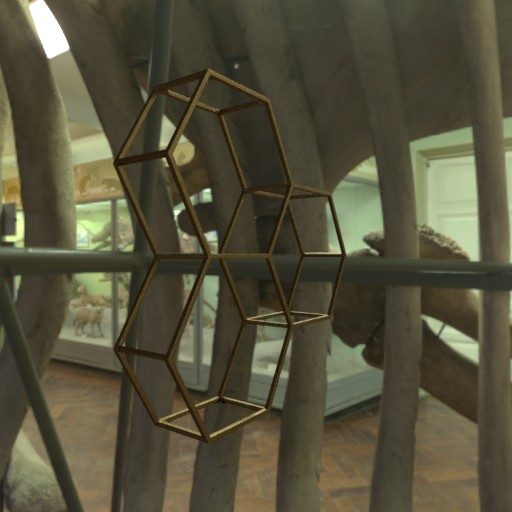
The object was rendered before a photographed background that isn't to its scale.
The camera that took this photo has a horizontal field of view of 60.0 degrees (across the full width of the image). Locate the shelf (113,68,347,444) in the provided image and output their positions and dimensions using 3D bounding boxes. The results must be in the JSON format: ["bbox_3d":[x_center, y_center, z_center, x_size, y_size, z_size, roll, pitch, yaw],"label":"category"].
[{"bbox_3d":[0.000,0.000,1.075,0.150,0.701,0.708,0,0,36],"label":"shelf"}]
